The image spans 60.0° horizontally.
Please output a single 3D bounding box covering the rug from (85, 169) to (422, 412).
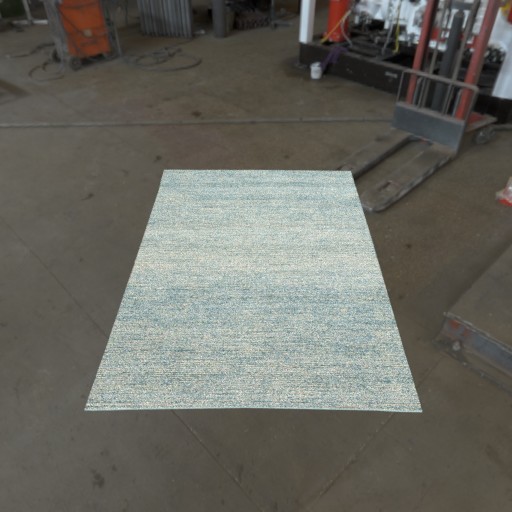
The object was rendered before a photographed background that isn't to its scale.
[{"bbox_3d":[0.000,0.000,2.954,1.611,0.026,2.260,0,41,1],"label":"rug"}]
